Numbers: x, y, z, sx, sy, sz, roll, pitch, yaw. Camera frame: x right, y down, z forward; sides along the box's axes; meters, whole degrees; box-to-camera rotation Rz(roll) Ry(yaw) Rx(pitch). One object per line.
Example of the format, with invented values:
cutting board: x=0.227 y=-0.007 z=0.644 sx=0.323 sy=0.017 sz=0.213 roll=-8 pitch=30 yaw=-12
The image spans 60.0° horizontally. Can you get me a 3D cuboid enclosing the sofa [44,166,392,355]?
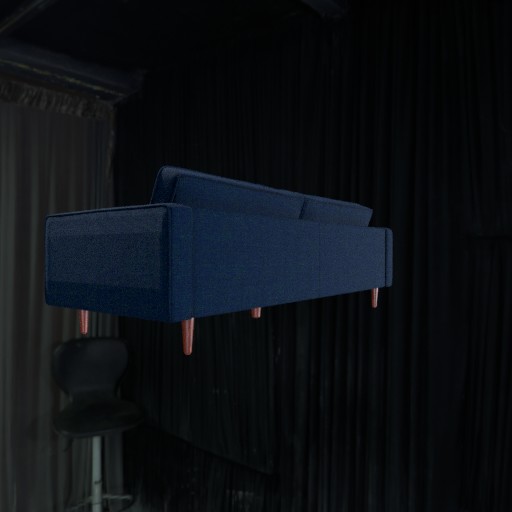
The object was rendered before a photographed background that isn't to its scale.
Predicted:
sofa: x=0.000 y=0.000 z=2.723 sx=0.914 sy=0.762 sz=2.210 roll=0 pitch=1 yaw=37
